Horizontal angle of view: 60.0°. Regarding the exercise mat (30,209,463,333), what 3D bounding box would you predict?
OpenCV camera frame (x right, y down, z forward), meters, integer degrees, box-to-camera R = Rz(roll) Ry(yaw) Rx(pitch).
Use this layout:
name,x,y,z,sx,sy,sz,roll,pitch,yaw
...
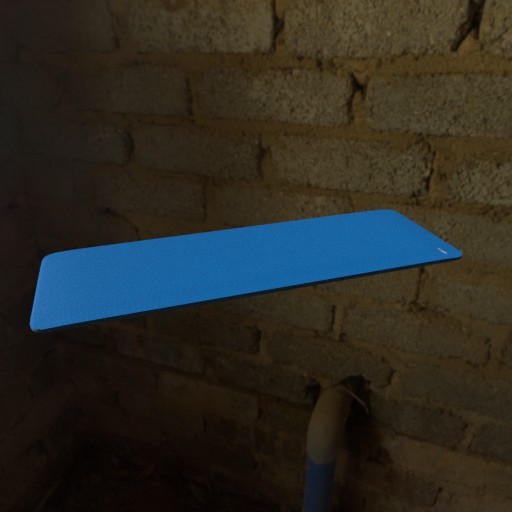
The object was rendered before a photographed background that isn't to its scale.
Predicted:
name,x,y,z,sx,sy,sz,roll,pitch,yaw
exercise mat,0.000,0.000,2.048,1.869,0.021,0.616,-9,29,-16
